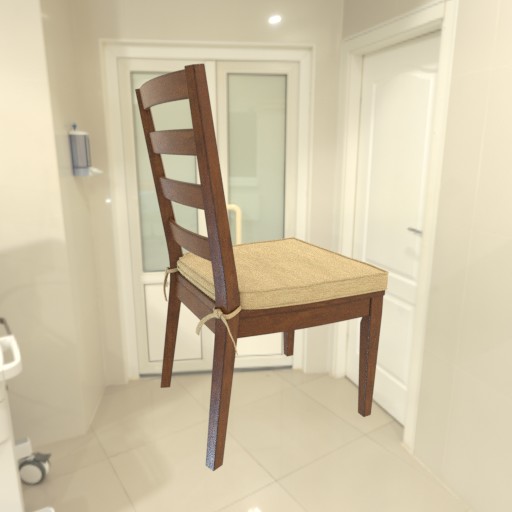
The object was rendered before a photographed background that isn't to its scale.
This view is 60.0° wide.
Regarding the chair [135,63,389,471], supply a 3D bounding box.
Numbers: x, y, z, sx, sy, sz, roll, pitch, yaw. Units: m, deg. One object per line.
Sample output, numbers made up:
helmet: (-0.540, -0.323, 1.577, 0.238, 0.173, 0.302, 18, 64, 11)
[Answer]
chair: (0.000, 0.000, 1.345, 0.595, 0.979, 0.593, -7, 16, -26)
